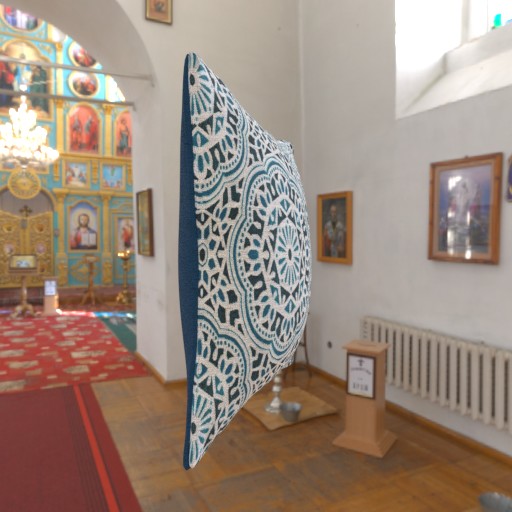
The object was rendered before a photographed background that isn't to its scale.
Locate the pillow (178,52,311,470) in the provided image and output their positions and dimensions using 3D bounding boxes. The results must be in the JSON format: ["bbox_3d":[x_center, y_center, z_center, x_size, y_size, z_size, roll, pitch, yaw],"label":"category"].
[{"bbox_3d":[0.000,0.000,0.642,0.145,0.420,0.440,0,1,18],"label":"pillow"}]
